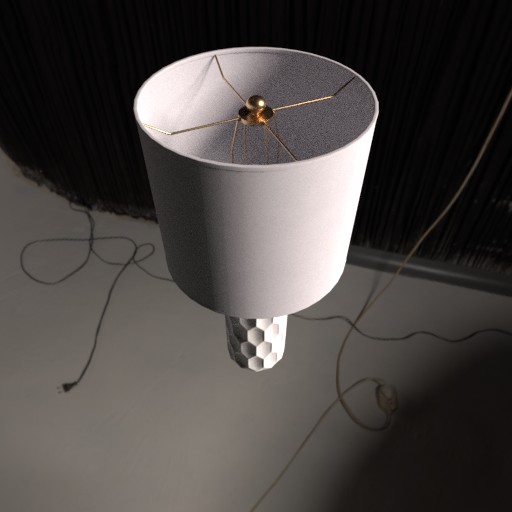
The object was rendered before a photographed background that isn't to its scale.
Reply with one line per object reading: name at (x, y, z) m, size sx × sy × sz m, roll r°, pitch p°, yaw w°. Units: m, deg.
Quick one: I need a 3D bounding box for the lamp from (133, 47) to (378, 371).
lamp at (0.000, 0.000, 0.704) m, size 0.277 × 0.537 × 0.277 m, roll 11°, pitch 48°, yaw 10°
